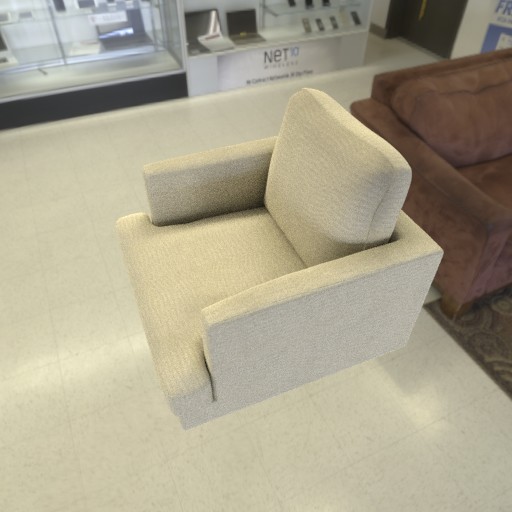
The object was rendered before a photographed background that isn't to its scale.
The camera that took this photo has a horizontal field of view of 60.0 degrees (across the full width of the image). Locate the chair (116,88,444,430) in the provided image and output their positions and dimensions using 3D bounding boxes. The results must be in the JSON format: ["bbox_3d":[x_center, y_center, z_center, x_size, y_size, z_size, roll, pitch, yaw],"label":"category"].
[{"bbox_3d":[0.000,0.000,1.621,0.899,0.957,0.858,-16,47,-16],"label":"chair"}]
